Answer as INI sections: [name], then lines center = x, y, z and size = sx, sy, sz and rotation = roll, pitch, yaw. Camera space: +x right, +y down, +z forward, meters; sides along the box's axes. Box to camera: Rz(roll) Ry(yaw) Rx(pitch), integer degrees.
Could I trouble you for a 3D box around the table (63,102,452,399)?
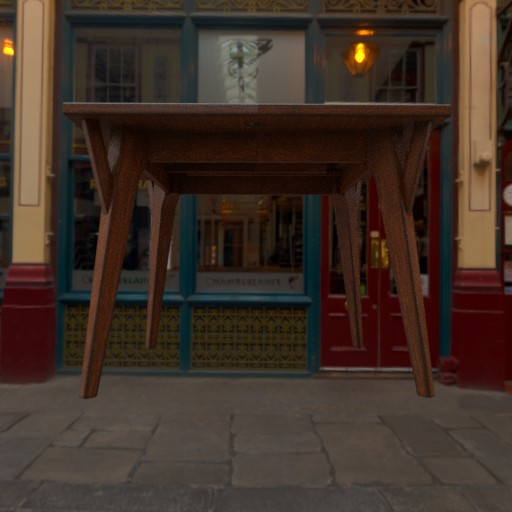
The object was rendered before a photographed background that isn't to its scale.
[table]
center = 0.000, 0.000, 1.535
size = 0.991, 0.761, 0.838
rotation = 0, -2, -1
